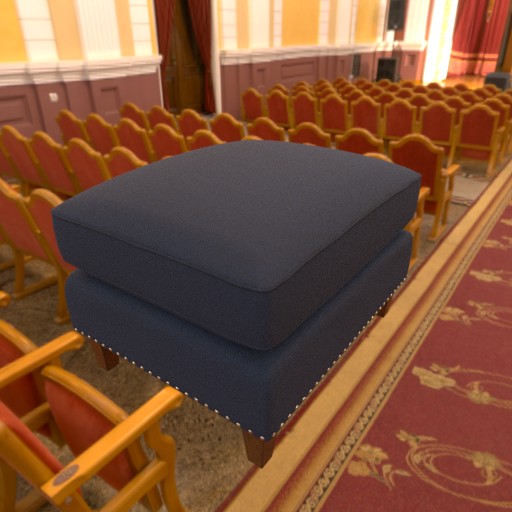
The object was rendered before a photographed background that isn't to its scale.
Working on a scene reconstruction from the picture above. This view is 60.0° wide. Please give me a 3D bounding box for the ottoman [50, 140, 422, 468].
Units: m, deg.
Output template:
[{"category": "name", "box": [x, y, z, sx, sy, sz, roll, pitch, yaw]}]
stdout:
[{"category": "ottoman", "box": [0.000, 0.000, 1.132, 0.584, 0.513, 0.741, 18, 32, 31]}]
